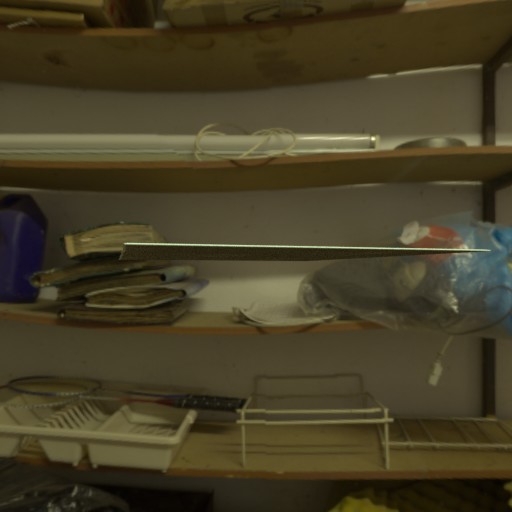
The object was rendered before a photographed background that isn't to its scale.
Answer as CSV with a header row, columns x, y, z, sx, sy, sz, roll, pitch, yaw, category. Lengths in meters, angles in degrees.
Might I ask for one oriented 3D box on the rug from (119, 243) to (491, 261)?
x,y,z,sx,sy,sz,roll,pitch,yaw,category
0.000,0.000,4.036,2.363,0.012,2.980,1,-2,-18,rug
